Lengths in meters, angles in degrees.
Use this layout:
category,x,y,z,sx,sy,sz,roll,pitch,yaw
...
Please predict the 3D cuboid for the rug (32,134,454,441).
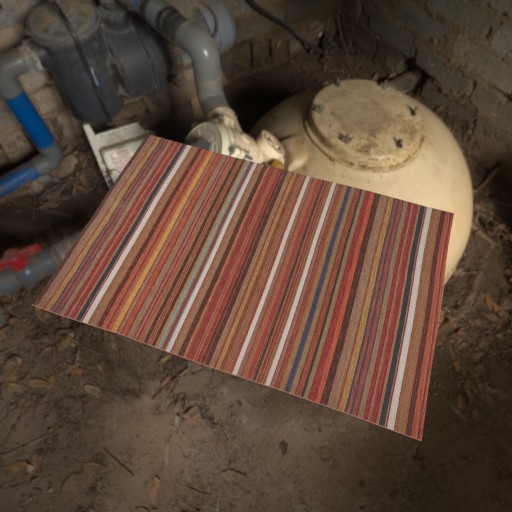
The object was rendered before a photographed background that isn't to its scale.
category,x,y,z,sx,sy,sz,roll,pitch,yaw
rug,0.000,0.000,2.234,1.828,0.007,1.217,17,59,10
